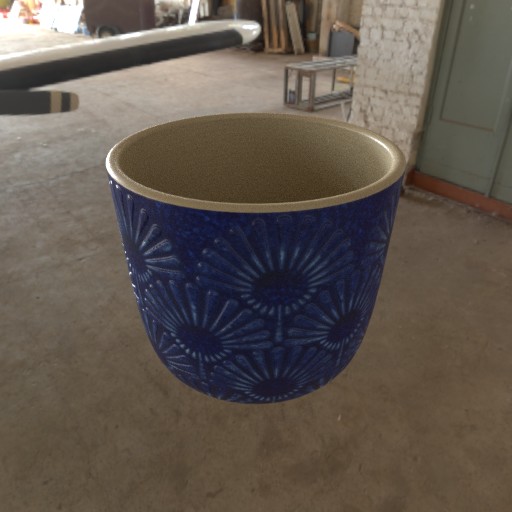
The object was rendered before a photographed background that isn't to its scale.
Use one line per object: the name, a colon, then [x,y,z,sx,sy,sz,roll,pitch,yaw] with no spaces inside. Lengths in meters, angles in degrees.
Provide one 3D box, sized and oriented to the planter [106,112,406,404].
planter: [0.000,0.000,0.217,0.124,0.109,0.124,0,31,0]
